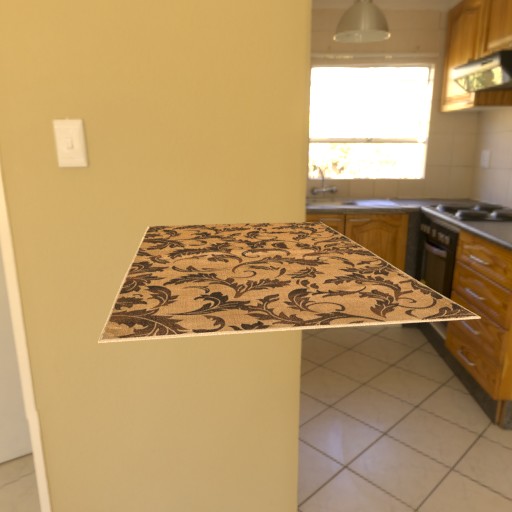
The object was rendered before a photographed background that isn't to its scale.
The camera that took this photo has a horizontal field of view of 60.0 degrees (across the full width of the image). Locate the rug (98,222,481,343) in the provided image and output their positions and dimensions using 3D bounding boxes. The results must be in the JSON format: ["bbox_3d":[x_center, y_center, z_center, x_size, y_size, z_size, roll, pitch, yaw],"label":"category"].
[{"bbox_3d":[0.000,0.000,2.796,1.522,0.008,2.284,-2,15,-9],"label":"rug"}]
